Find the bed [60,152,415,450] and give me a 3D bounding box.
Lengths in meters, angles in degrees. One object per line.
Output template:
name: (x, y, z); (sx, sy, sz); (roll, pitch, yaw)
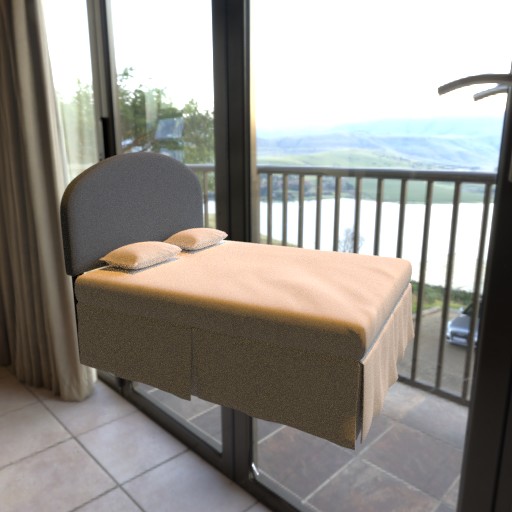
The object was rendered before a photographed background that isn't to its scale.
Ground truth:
bed: (0.000, 0.000, 3.078); (2.005, 1.410, 1.607); (7, 15, 26)
